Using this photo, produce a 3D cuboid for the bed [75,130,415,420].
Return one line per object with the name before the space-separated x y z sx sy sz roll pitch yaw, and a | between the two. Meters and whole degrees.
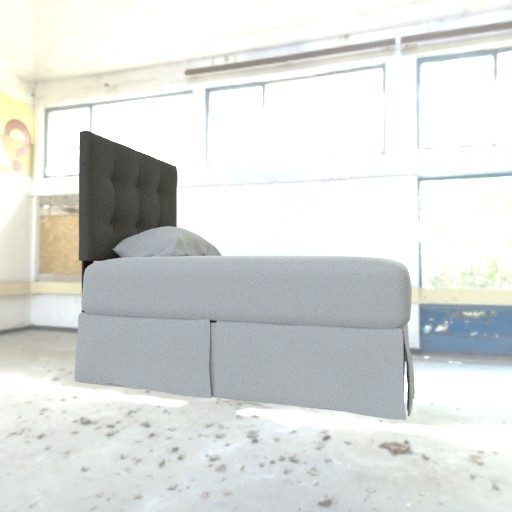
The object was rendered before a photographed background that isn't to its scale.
bed | 0.000 0.000 2.981 1.997 1.571 1.261 0 0 19
